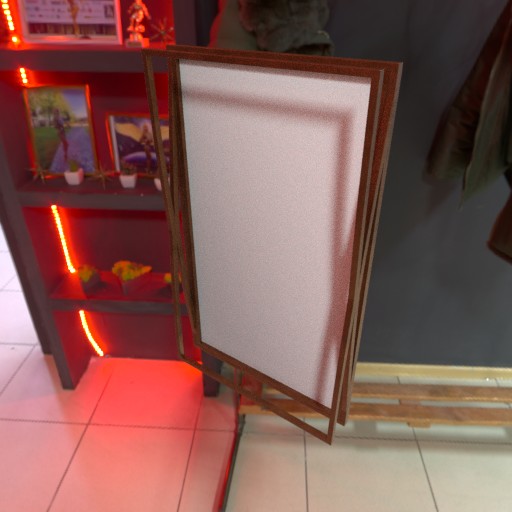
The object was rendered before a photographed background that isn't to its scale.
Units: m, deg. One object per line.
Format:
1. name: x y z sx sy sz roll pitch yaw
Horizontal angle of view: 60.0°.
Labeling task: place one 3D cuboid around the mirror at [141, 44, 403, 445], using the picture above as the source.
1. mirror: 0.000 0.000 0.921 0.468 0.768 0.082 20 36 30
